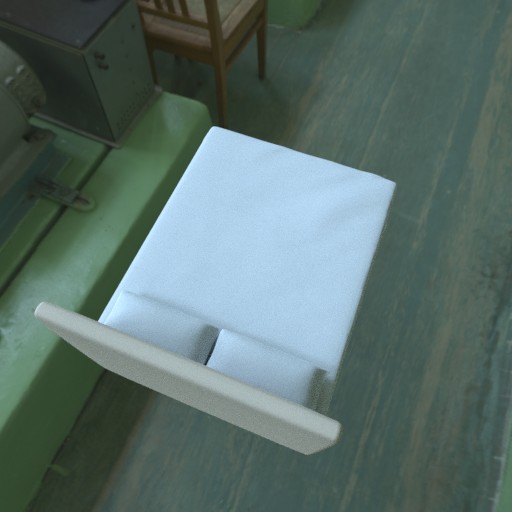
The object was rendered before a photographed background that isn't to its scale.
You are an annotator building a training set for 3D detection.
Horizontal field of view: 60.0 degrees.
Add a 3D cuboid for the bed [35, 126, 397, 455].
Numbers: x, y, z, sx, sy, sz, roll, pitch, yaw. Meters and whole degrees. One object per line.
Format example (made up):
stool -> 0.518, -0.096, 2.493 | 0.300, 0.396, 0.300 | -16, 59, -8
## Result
bed -> 0.000, 0.000, 3.186 | 1.748, 1.330, 2.142 | 20, 65, 10
